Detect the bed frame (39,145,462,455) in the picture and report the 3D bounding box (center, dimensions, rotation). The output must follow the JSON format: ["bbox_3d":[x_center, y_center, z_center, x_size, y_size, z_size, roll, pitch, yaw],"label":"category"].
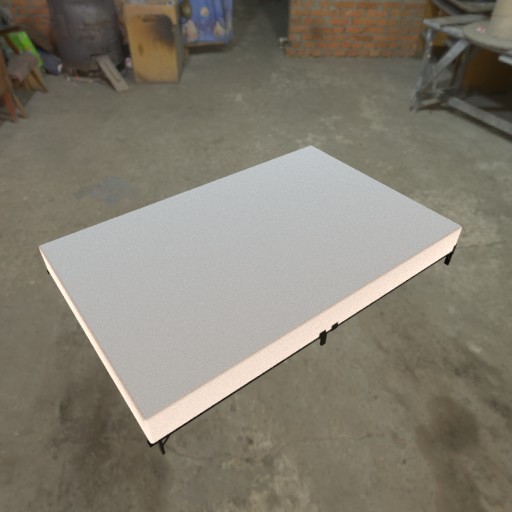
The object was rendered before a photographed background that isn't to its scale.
[{"bbox_3d":[0.000,0.000,3.817,2.987,0.440,1.930,-26,47,-27],"label":"bed frame"}]
